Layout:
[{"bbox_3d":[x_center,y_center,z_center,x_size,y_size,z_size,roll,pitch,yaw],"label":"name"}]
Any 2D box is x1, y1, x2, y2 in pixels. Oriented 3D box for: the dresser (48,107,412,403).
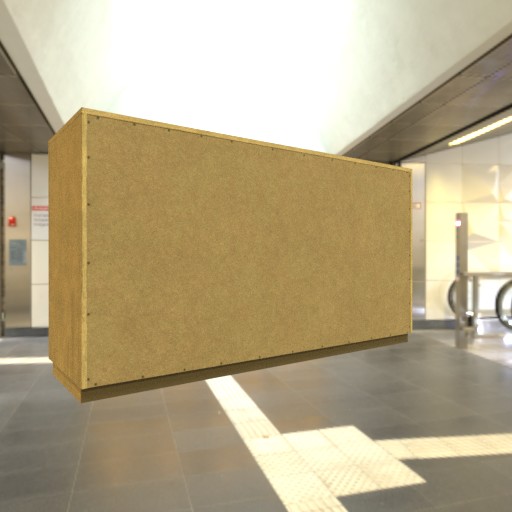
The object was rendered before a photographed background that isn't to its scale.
[{"bbox_3d":[0.000,0.000,1.990,1.628,0.889,0.483,0,0,-36],"label":"dresser"}]
